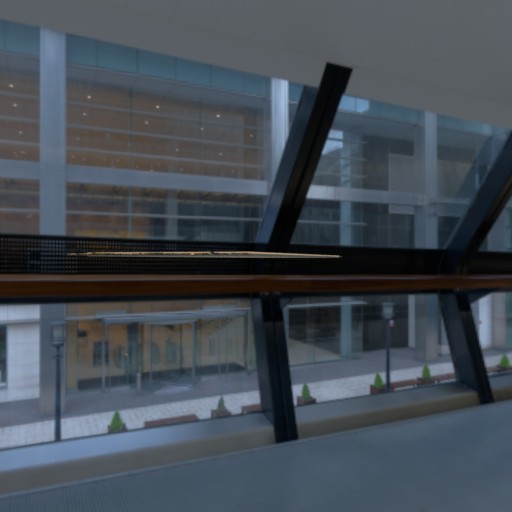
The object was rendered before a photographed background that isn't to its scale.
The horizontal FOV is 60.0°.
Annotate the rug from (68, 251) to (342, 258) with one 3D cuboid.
[{"bbox_3d":[0.000,0.000,2.757,0.729,0.021,2.438,0,0,19],"label":"rug"}]
